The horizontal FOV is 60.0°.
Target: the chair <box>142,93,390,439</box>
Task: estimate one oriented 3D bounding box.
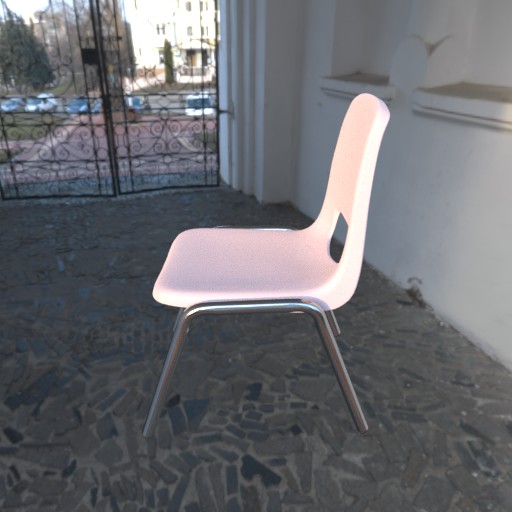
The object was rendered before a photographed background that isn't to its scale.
[{"bbox_3d":[0.000,0.000,0.852,0.423,0.586,0.354,0,25,0],"label":"chair"}]
